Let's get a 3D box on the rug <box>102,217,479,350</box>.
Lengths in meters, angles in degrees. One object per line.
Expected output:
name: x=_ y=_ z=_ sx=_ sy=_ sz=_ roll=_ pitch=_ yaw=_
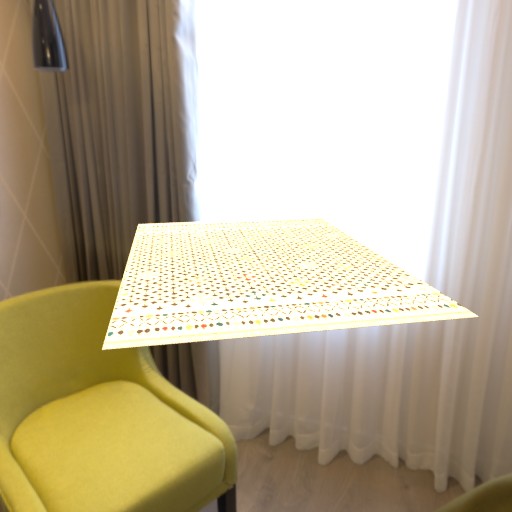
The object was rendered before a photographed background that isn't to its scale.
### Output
rug: x=0.000 y=0.000 z=2.038 sx=1.146 sy=0.006 sz=1.556 roll=-3 pitch=17 yaw=-10
